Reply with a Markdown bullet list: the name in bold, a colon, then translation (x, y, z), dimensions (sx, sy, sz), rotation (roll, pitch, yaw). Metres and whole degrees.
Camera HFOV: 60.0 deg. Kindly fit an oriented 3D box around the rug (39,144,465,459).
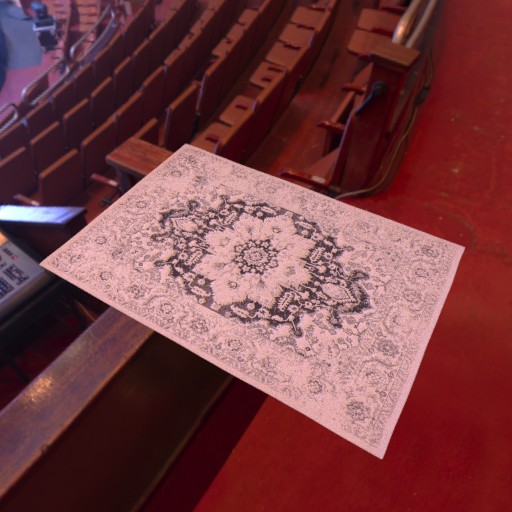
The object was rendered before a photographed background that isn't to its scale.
- **rug**: translation (0.000, 0.000, 2.265), dimensions (1.813, 0.008, 1.223), rotation (24, 53, 20)
